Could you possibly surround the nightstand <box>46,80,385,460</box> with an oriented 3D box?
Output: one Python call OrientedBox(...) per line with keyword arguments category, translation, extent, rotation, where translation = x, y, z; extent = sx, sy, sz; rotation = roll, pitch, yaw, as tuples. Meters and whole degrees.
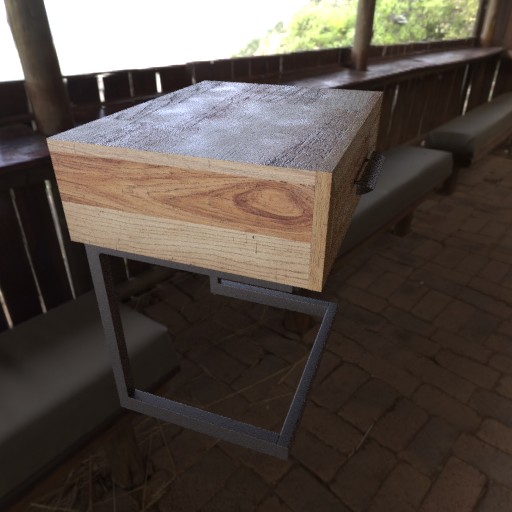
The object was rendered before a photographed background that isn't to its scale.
OrientedBox(category="nightstand", translation=(0.000, 0.000, 0.993), extent=(0.481, 0.632, 0.558), rotation=(11, 32, 17))
